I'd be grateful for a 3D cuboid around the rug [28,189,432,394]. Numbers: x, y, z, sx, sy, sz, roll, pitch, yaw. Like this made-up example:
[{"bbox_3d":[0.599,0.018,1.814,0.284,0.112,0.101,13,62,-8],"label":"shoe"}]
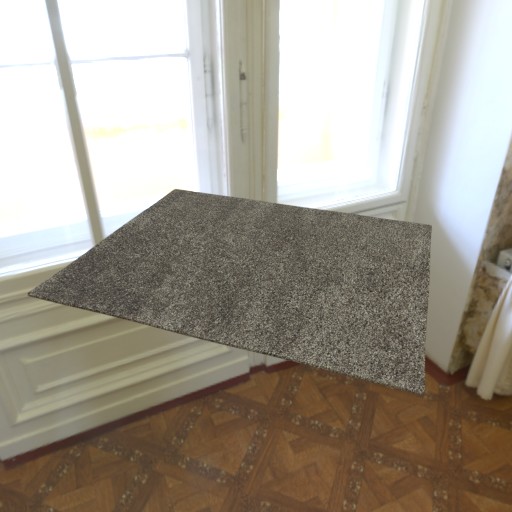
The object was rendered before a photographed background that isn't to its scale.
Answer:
[{"bbox_3d":[0.000,0.000,4.049,3.000,0.025,2.401,10,32,17],"label":"rug"}]
